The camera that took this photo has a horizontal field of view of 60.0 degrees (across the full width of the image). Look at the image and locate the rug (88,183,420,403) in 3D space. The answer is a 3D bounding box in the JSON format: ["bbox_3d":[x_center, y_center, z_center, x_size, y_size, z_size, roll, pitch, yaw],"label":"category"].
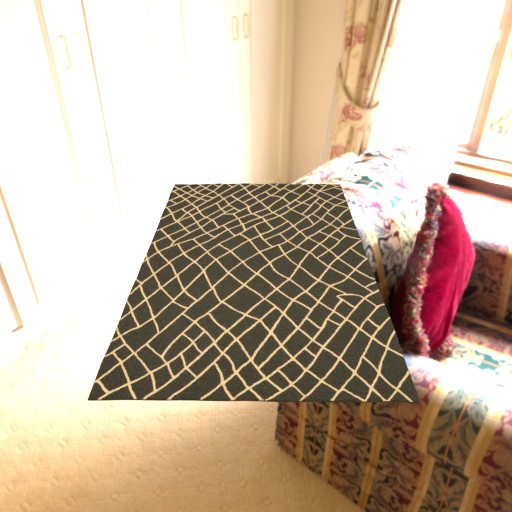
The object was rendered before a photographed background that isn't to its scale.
[{"bbox_3d":[0.000,0.000,3.053,1.529,0.017,2.448,0,33,0],"label":"rug"}]
